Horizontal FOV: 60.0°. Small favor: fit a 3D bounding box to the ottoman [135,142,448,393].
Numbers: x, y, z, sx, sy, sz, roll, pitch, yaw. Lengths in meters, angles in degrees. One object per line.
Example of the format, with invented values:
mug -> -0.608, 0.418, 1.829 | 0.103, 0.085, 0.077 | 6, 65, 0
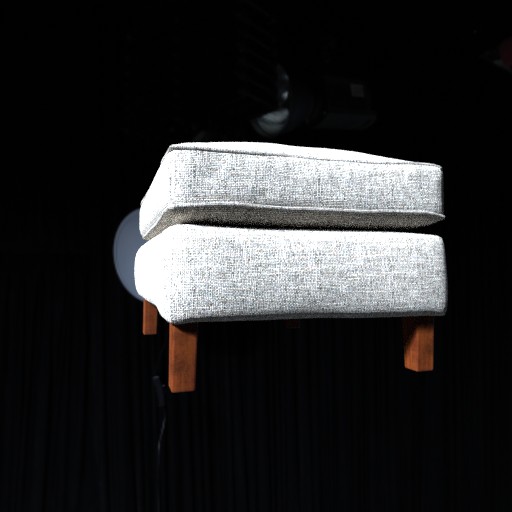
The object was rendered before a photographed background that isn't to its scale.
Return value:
ottoman -> 0.000, 0.000, 0.990 | 0.508, 0.406, 0.686 | 0, -2, -18
